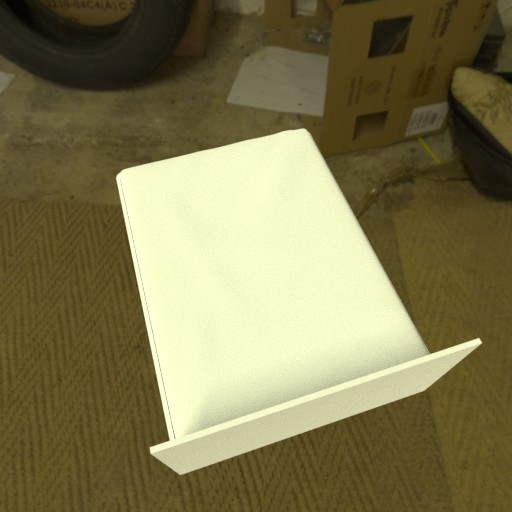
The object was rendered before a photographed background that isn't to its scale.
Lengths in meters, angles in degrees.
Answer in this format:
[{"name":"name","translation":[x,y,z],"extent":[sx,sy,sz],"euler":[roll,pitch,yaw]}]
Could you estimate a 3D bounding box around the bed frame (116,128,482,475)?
[{"name":"bed frame","translation":[0.000,0.000,2.682],"extent":[1.490,0.800,1.950],"euler":[-15,60,-9]}]
